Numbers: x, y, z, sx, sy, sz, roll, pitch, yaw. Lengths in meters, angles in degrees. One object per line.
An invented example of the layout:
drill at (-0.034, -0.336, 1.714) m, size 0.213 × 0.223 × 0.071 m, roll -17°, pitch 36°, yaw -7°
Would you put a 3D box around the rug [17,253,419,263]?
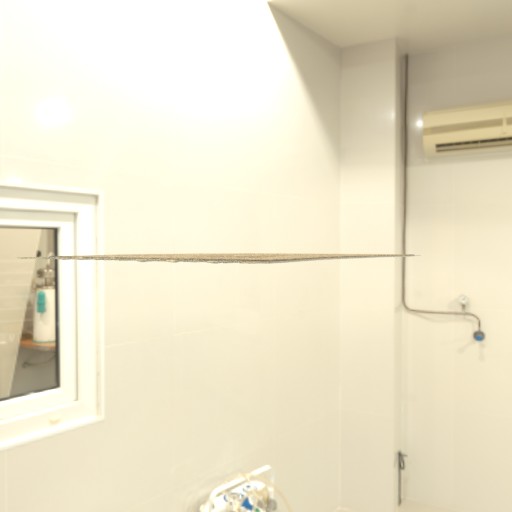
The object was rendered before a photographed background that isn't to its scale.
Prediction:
rug at (0.000, 0.000, 3.072) m, size 1.619 × 0.023 × 2.465 m, roll 1°, pitch 1°, yaw 35°
